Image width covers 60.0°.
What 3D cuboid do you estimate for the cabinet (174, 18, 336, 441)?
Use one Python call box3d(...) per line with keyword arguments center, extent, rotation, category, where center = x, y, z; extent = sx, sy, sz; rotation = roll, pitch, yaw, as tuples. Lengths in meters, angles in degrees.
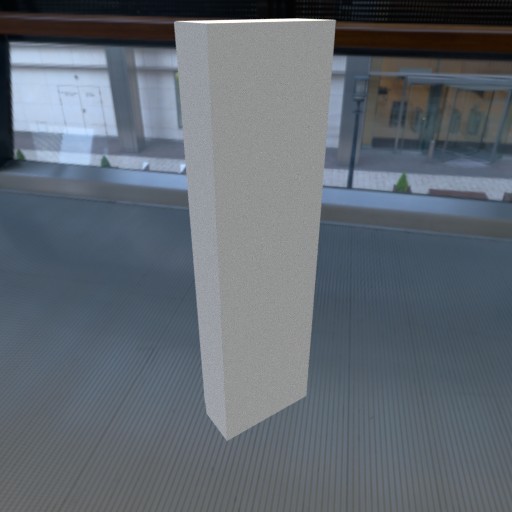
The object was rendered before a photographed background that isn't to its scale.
box3d(center=(0.000, 0.000, 1.908), extent=(0.500, 1.790, 0.230), rotation=(-19, 35, -30), category="cabinet")
